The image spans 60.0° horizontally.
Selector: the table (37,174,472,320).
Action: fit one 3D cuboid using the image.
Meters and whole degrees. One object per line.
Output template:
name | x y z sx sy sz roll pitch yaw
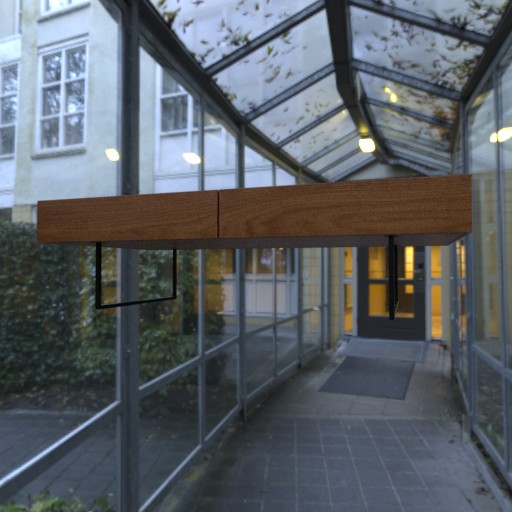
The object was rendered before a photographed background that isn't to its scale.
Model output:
table | 0.000 0.000 1.437 1.194 0.330 0.610 -1 -2 19
